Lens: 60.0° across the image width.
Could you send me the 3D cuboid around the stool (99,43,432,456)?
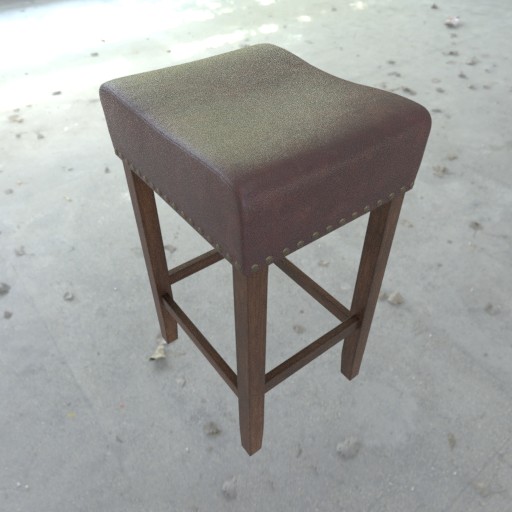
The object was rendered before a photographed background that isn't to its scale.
[{"bbox_3d":[0.000,0.000,1.022,0.401,0.769,0.465,-27,49,-27],"label":"stool"}]
